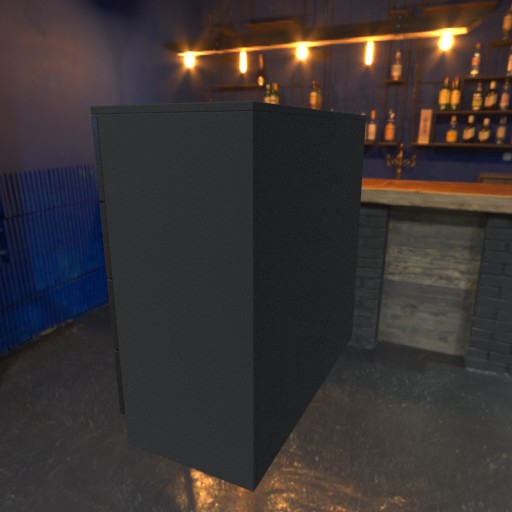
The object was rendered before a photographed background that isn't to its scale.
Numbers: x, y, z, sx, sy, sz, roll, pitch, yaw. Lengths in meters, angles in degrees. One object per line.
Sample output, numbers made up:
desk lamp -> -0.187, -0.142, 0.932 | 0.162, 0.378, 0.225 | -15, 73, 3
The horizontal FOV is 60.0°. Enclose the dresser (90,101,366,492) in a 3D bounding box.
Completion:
dresser -> 0.000, 0.000, 1.164 | 0.360, 0.720, 0.750 | 8, 18, 25
